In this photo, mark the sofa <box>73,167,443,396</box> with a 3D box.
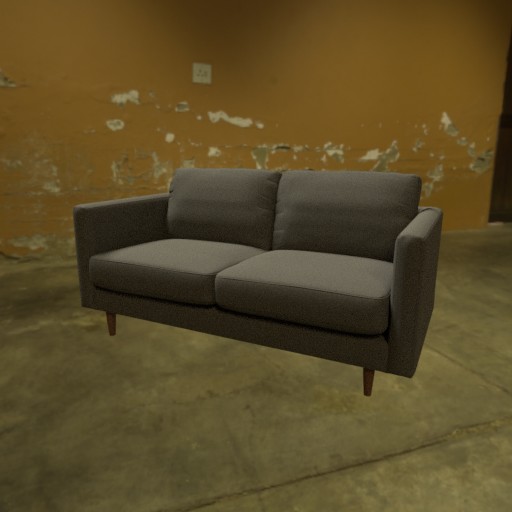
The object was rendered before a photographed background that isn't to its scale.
[{"bbox_3d":[0.000,0.000,2.309,1.713,0.866,0.940,6,15,25],"label":"sofa"}]
